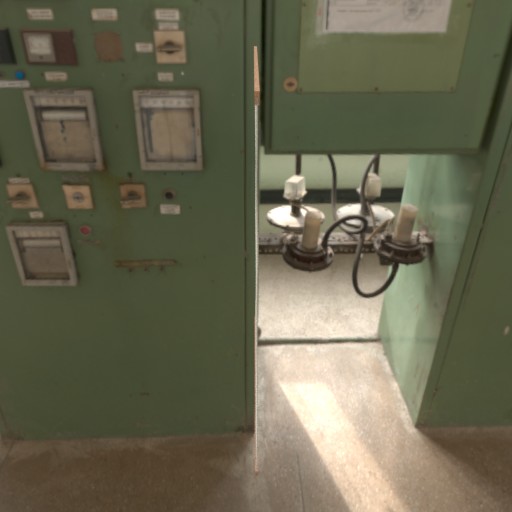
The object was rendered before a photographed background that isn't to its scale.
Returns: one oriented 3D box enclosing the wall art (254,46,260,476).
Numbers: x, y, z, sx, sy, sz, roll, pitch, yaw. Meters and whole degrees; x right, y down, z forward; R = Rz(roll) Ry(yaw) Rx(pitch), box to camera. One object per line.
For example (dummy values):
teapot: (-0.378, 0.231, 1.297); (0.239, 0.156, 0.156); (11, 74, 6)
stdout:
wall art: (0.000, 0.000, 1.888); (0.019, 1.527, 1.019); (0, 31, 0)
